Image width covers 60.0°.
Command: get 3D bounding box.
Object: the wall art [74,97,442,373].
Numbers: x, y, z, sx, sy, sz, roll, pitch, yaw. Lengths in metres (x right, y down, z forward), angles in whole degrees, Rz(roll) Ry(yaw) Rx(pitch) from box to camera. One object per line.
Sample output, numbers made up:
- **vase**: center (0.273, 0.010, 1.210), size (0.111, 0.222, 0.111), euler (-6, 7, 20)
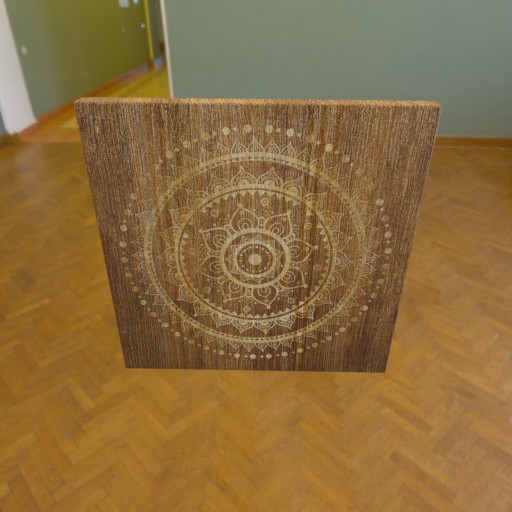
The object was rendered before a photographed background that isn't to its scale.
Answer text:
- **wall art**: center (0.000, 0.000, 0.897), size (0.611, 0.608, 0.042), euler (0, 30, 1)
